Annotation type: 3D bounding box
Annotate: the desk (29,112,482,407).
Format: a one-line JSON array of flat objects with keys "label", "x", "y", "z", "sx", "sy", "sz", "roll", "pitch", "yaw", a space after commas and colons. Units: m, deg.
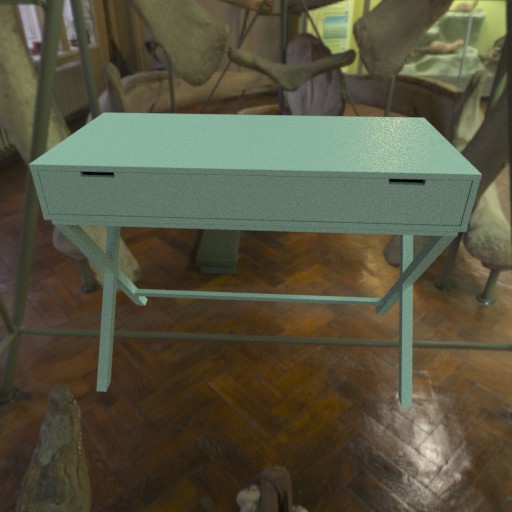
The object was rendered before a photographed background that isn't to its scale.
[{"label": "desk", "x": 0.000, "y": 0.000, "z": 1.449, "sx": 1.059, "sy": 0.780, "sz": 0.509, "roll": 2, "pitch": 32, "yaw": 3}]
